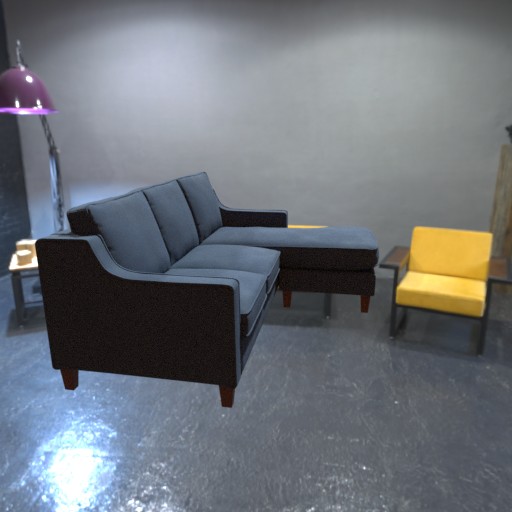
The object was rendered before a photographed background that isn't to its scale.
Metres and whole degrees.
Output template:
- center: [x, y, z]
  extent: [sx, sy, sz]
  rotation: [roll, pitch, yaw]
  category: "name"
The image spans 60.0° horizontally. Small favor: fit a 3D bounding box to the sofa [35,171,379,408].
- center: [0.000, 0.000, 3.264]
  extent: [1.858, 1.066, 2.317]
  rotation: [3, 15, 10]
  category: "sofa"
